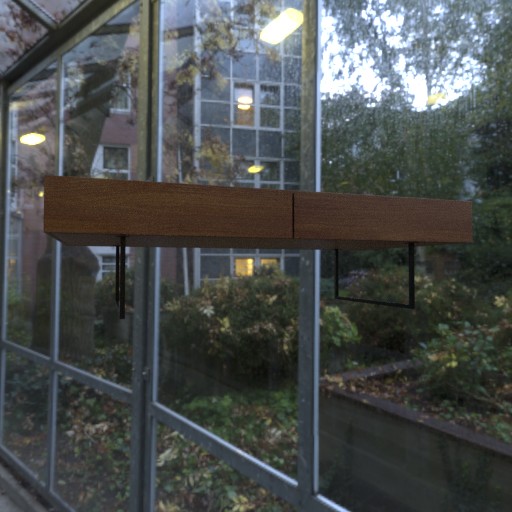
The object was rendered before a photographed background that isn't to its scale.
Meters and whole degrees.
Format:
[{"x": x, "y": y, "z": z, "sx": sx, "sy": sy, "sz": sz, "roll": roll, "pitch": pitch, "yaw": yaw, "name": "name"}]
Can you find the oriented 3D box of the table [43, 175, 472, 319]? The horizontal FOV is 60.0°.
[{"x": 0.000, "y": 0.000, "z": 1.453, "sx": 1.194, "sy": 0.330, "sz": 0.610, "roll": 1, "pitch": -2, "yaw": -19, "name": "table"}]
